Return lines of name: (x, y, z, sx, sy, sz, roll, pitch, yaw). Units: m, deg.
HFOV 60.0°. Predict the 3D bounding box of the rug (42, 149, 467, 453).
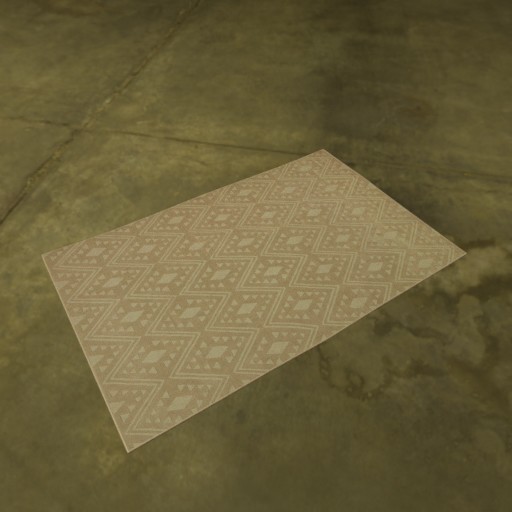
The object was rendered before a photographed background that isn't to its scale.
rug: (0.000, 0.000, 2.995, 2.430, 0.053, 1.553, -25, 51, -22)
